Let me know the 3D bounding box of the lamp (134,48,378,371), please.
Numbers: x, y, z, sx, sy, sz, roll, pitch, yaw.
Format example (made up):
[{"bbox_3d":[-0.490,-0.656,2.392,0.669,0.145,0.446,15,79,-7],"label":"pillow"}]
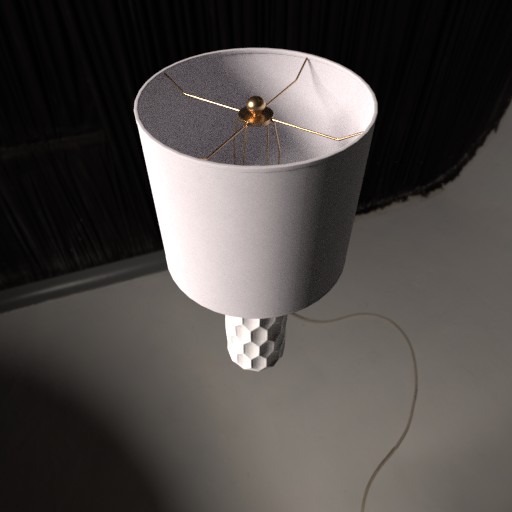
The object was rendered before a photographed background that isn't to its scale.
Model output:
[{"bbox_3d":[0.000,0.000,0.706,0.277,0.537,0.277,-16,49,-14],"label":"lamp"}]
